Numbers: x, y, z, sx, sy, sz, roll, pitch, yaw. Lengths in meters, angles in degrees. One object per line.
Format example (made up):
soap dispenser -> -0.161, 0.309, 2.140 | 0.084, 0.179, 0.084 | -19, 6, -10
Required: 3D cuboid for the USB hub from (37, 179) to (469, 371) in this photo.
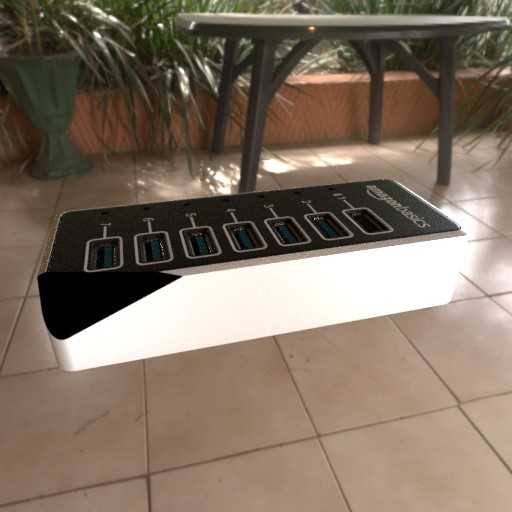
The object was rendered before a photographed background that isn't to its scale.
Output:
USB hub -> 0.000, 0.000, 0.129 | 0.110, 0.023, 0.044 | -8, 31, -13
